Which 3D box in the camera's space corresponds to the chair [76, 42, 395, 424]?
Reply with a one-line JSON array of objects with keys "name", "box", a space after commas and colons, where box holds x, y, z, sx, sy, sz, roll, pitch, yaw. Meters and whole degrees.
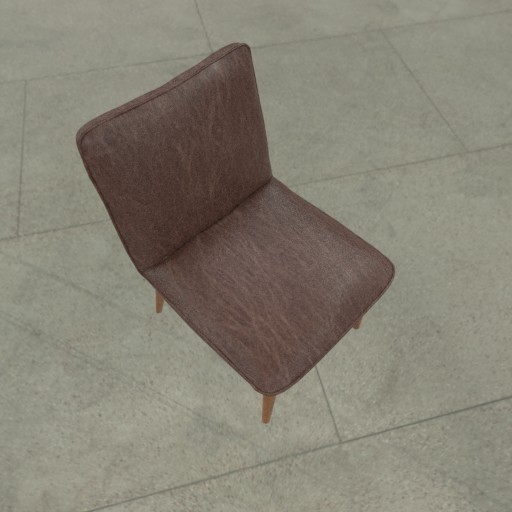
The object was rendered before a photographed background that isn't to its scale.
[{"name": "chair", "box": [0.000, 0.000, 1.202, 0.645, 0.803, 0.543, 36, 64, 21]}]
